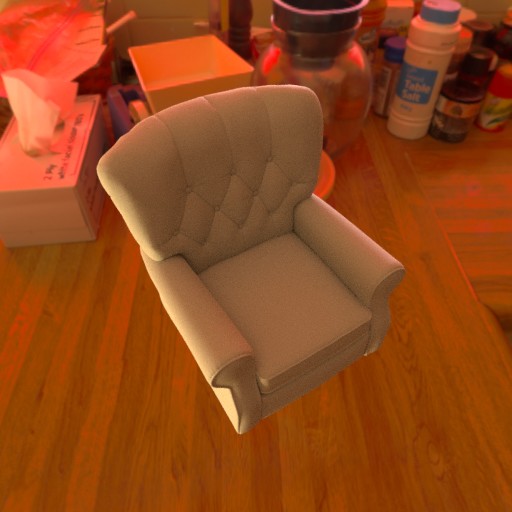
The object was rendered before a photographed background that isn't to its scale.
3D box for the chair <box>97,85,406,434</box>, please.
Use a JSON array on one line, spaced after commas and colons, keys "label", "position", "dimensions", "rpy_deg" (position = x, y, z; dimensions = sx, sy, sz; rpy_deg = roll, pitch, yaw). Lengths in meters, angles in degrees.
[{"label": "chair", "position": [0.000, 0.000, 2.140], "dimensions": [1.090, 1.217, 1.128], "rpy_deg": [-25, 52, -21]}]
